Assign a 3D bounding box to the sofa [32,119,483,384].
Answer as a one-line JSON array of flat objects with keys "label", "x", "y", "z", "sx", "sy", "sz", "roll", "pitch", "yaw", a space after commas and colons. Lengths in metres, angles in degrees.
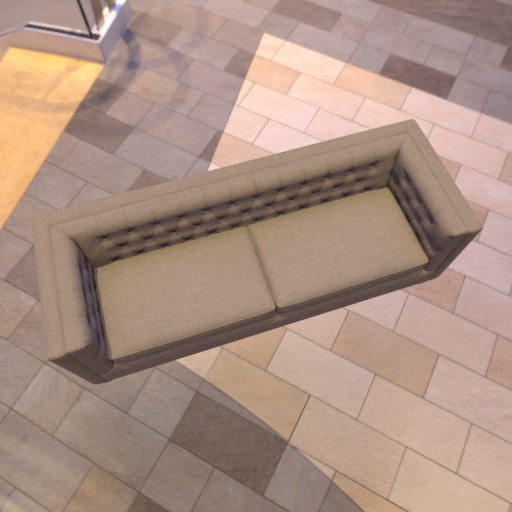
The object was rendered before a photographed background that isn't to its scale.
[{"label": "sofa", "x": 0.000, "y": 0.000, "z": 2.569, "sx": 2.159, "sy": 0.762, "sz": 0.775, "roll": -16, "pitch": 65, "yaw": -8}]
